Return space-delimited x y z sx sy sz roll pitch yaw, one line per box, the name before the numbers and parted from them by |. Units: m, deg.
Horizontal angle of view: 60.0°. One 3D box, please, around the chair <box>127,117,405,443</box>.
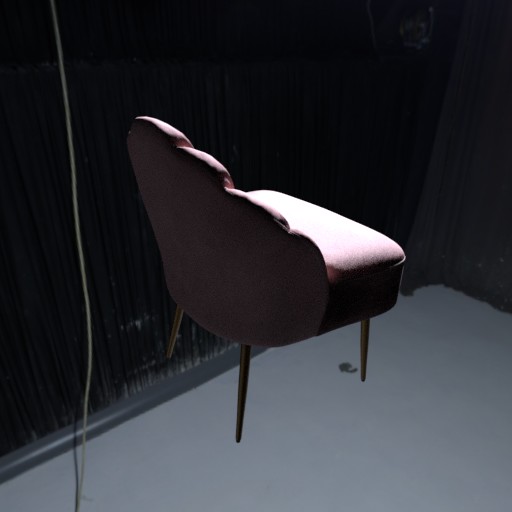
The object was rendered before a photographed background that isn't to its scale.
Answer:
chair | 0.000 0.000 1.267 0.599 0.819 0.657 -18 32 -32
